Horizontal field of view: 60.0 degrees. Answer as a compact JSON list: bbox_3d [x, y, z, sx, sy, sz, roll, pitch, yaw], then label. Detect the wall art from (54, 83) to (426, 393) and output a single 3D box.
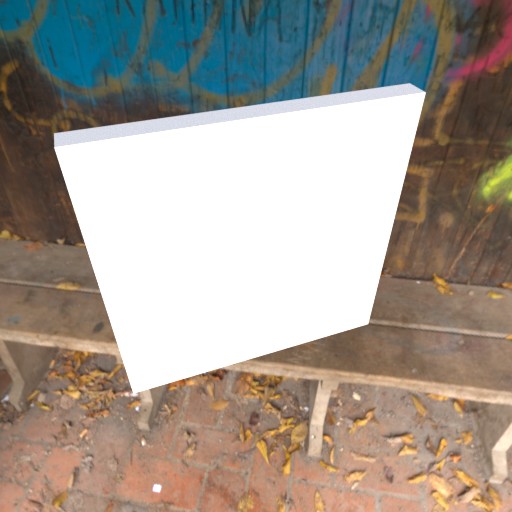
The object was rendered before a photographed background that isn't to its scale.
[{"bbox_3d":[0.000,0.000,0.527,0.355,0.355,0.027,-13,42,-15],"label":"wall art"}]
